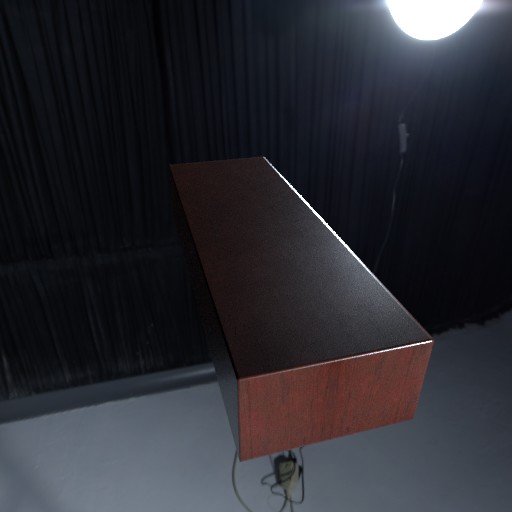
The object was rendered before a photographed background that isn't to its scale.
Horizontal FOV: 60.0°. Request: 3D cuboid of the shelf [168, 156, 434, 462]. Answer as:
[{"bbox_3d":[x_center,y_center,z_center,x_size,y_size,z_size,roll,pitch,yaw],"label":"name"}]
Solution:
[{"bbox_3d":[0.000,0.000,0.529,0.152,0.088,0.457,-8,31,-13],"label":"shelf"}]
